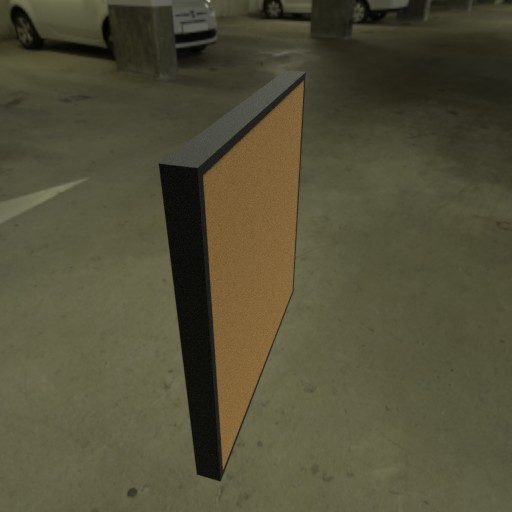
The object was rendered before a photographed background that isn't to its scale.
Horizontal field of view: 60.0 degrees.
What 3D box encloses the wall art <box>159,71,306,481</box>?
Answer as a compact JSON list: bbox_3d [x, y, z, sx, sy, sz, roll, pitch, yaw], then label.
[{"bbox_3d":[0.000,0.000,0.759,0.040,0.509,0.509,9,33,14],"label":"wall art"}]
